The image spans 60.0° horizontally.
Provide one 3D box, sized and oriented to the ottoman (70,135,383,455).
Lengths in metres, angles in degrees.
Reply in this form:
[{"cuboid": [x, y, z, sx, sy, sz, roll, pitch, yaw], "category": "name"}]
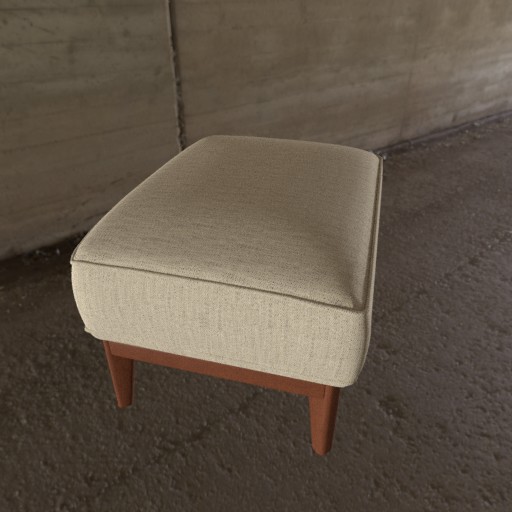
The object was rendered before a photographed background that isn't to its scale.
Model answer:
[{"cuboid": [0.000, 0.000, 1.158, 0.594, 0.465, 0.794, 8, 33, 13], "category": "ottoman"}]
